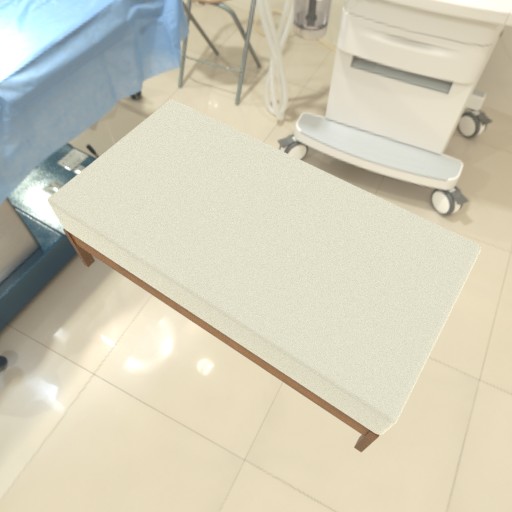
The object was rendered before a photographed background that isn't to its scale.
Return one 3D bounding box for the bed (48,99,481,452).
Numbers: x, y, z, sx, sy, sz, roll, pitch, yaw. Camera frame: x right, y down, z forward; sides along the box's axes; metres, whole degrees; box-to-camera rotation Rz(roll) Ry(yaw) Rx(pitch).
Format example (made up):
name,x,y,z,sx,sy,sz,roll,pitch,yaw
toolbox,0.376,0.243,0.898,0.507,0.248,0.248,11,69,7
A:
name,x,y,z,sx,sy,sz,roll,pitch,yaw
bed,0.000,0.000,2.383,1.902,0.616,0.961,30,62,18
